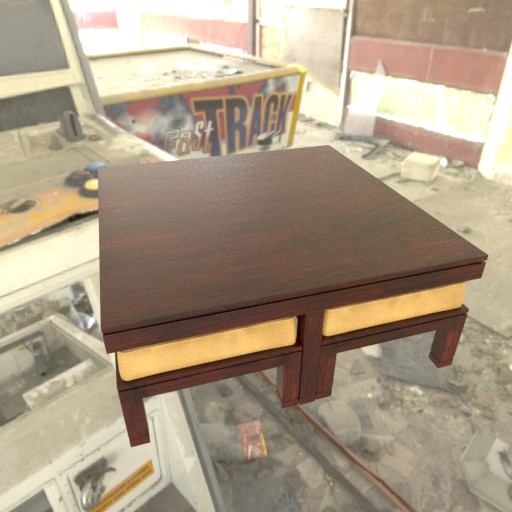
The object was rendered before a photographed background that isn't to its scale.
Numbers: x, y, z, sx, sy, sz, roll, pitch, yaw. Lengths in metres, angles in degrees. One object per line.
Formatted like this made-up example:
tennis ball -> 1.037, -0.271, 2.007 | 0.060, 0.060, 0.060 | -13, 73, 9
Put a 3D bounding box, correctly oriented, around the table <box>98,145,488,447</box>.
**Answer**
table -> 0.000, 0.000, 1.367 | 0.865, 0.356, 0.865 | -9, 33, -15
